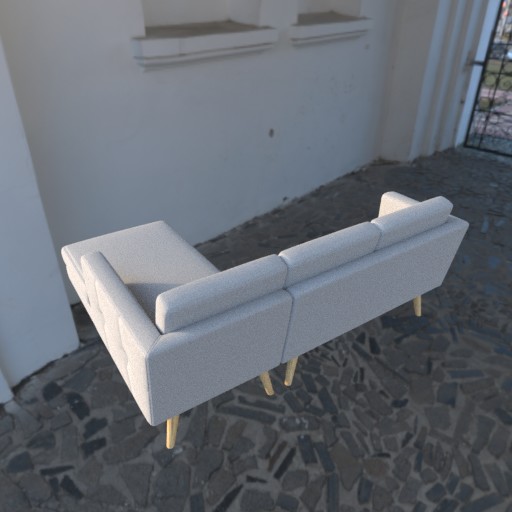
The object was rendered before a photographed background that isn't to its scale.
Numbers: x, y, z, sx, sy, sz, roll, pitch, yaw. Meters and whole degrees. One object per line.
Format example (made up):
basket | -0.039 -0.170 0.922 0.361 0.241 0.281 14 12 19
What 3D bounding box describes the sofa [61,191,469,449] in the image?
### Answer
sofa | 0.000 0.000 2.815 2.040 0.860 1.530 -19 36 -28
